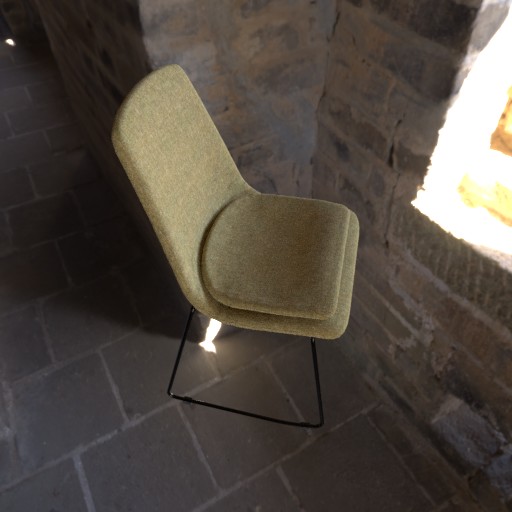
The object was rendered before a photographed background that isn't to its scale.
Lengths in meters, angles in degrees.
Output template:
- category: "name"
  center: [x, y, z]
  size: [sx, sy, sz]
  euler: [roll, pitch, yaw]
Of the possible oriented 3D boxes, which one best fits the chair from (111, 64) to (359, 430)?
- category: "chair"
  center: [0.000, 0.000, 1.130]
  size: [0.496, 0.849, 0.479]
  euler: [10, 47, 9]
